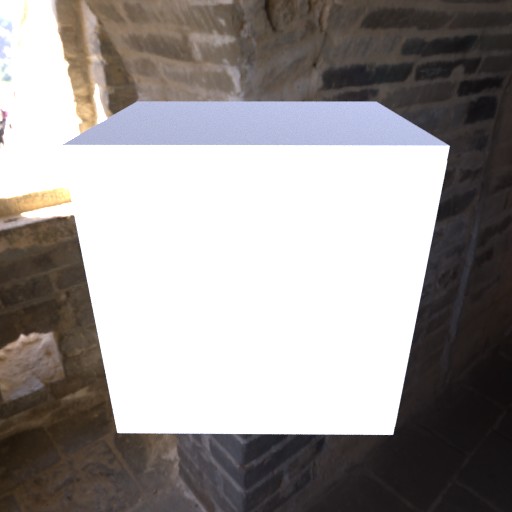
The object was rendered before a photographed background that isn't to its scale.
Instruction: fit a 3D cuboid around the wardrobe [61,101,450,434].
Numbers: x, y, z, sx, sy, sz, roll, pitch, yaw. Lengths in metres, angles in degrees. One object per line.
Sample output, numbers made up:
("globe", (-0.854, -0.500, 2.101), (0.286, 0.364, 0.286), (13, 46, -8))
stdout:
("wardrobe", (0.000, 0.000, 0.863), (0.500, 0.520, 0.400), (0, 27, 0))
